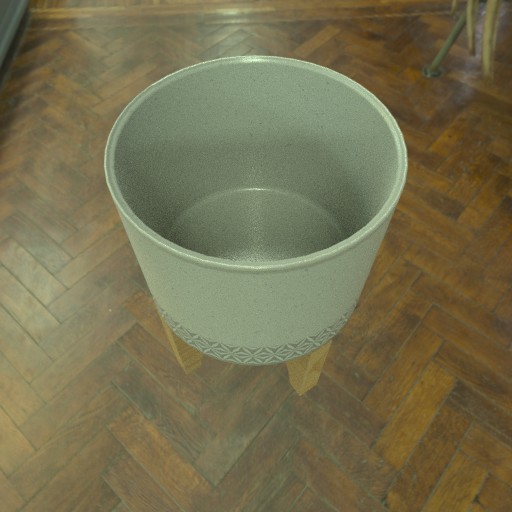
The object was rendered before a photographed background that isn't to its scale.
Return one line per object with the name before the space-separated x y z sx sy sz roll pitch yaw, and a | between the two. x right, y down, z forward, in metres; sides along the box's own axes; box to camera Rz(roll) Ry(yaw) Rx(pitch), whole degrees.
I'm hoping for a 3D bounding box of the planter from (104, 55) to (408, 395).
planter | 0.000 0.000 0.265 0.130 0.178 0.130 0 56 0
